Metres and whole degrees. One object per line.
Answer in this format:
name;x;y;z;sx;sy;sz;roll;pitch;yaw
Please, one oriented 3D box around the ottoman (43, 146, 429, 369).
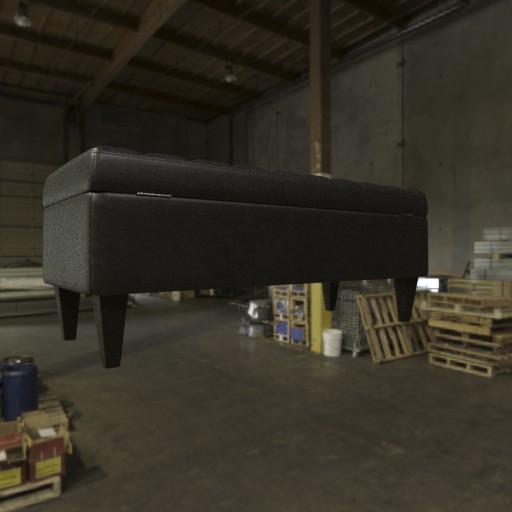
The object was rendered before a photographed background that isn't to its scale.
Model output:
ottoman;0.000;0.000;1.389;1.151;0.469;0.482;0;1;-36
